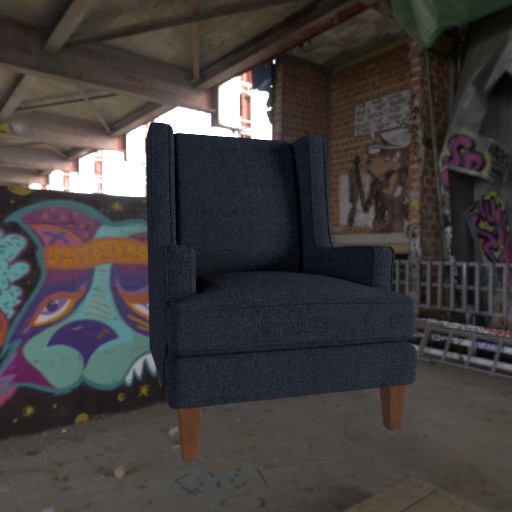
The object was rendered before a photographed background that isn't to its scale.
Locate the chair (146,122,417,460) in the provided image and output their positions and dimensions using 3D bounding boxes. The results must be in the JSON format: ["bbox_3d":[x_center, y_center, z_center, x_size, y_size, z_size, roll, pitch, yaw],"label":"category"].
[{"bbox_3d":[0.000,0.000,1.682,0.764,1.072,0.947,0,1,-17],"label":"chair"}]
